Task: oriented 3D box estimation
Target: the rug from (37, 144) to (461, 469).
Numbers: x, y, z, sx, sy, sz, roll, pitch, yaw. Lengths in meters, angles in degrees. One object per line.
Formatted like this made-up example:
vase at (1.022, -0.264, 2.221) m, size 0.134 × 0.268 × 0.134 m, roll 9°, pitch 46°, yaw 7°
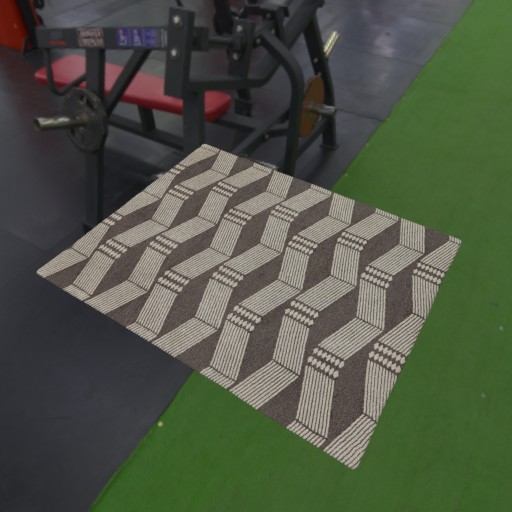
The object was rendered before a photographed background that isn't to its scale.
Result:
rug at (0.000, 0.000, 4.035) m, size 3.048 × 0.016 × 2.438 m, roll 25°, pitch 52°, yaw 22°
